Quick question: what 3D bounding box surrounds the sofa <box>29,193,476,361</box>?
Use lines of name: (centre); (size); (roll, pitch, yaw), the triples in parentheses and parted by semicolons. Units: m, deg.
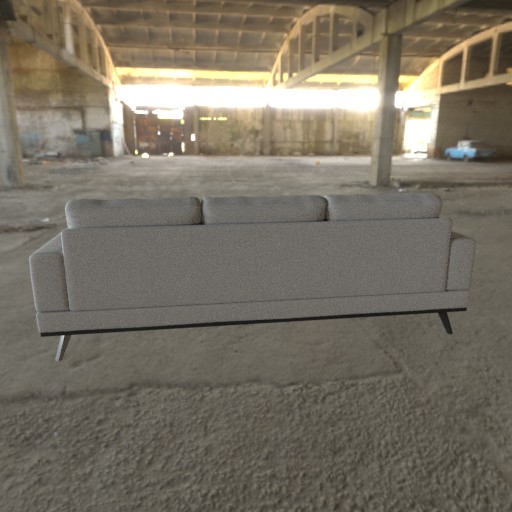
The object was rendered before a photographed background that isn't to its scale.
sofa: (0.000, 0.000, 2.717); (2.310, 0.810, 0.920); (-2, 15, -8)
